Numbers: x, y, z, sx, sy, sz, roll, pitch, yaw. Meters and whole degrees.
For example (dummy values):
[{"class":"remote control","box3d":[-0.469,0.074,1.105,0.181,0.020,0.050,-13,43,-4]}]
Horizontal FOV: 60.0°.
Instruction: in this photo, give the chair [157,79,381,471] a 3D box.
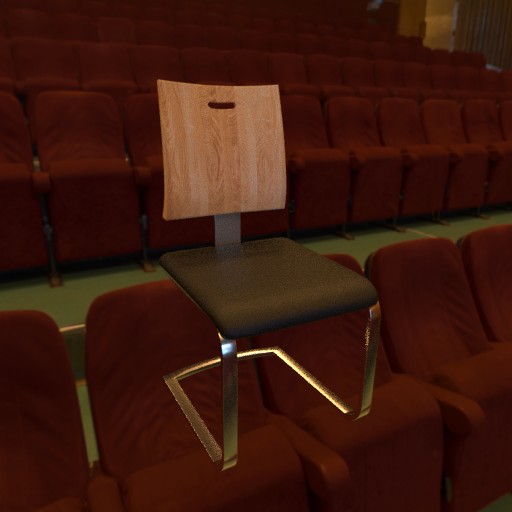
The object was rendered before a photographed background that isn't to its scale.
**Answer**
[{"class":"chair","box3d":[0.000,0.000,1.239,0.462,0.936,0.560,-9,19,-27]}]
